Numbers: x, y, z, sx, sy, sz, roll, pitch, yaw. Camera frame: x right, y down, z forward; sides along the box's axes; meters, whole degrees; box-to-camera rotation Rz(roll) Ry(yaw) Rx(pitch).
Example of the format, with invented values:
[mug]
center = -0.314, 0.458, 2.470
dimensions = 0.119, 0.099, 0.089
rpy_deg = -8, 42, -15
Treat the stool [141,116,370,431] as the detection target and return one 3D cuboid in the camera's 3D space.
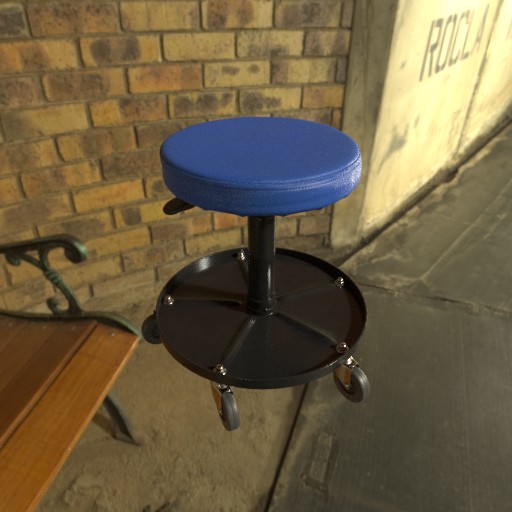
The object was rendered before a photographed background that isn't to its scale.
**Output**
[stool]
center = 0.000, 0.000, 0.696
dimensions = 0.382, 0.365, 0.381
rpy_deg = -10, 34, -16
